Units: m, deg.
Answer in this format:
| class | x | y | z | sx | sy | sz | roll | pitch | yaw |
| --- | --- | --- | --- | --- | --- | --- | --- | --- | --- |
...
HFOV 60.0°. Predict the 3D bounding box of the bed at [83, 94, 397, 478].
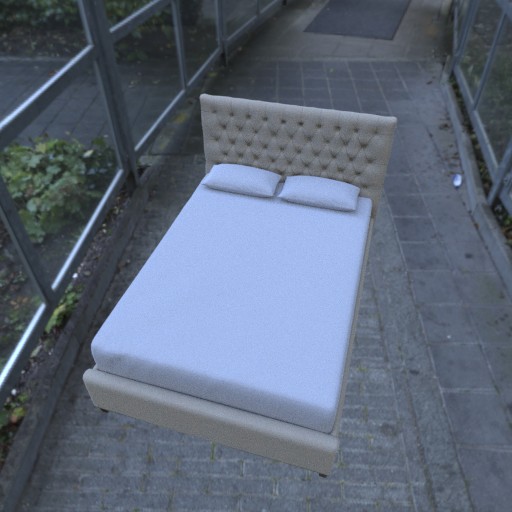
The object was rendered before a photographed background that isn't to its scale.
| class | x | y | z | sx | sy | sz | roll | pitch | yaw |
| --- | --- | --- | --- | --- | --- | --- | --- | --- | --- |
| bed | 0.000 | 0.000 | 3.372 | 1.698 | 1.427 | 2.387 | 11 | 43 | 12 |
